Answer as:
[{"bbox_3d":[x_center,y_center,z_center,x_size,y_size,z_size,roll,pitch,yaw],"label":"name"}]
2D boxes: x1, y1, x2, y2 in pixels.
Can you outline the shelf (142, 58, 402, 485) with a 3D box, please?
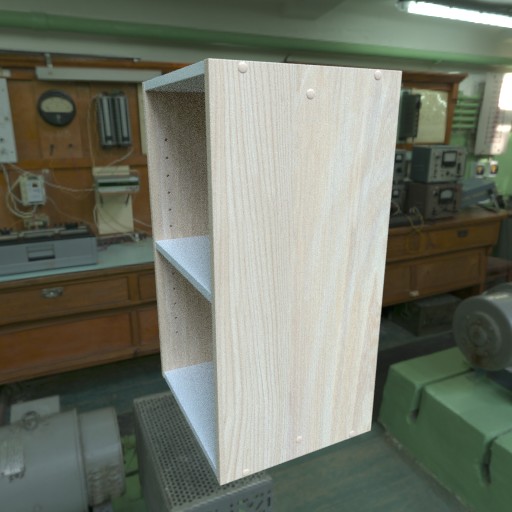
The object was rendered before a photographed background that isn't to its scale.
[{"bbox_3d":[0.000,0.000,0.800,0.290,0.600,0.350,-8,18,-25],"label":"shelf"}]
